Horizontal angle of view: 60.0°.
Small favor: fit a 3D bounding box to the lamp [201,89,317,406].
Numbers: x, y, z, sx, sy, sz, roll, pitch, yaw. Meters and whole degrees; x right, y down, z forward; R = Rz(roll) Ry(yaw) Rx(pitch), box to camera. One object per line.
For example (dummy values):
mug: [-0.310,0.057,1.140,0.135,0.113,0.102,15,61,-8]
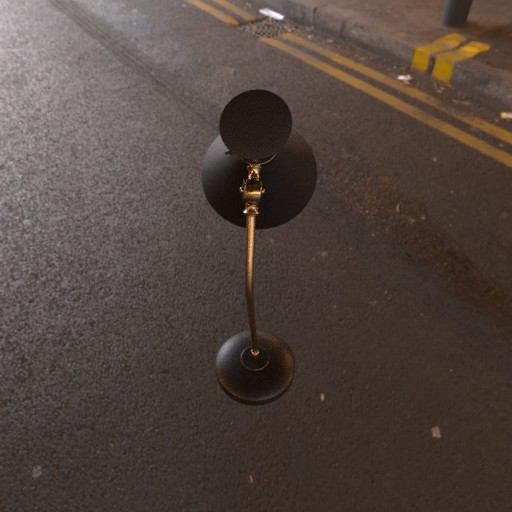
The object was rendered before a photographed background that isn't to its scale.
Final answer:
lamp: [0.000,0.000,0.766,0.189,0.647,0.292,3,46,3]
